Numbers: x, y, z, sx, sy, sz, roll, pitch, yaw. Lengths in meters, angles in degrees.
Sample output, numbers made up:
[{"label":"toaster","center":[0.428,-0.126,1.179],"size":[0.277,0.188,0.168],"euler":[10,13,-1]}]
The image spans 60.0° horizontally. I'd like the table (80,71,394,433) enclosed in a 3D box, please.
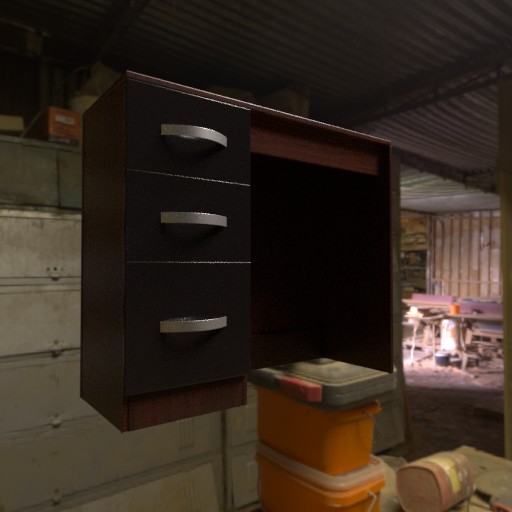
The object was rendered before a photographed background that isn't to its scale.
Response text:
[{"label":"table","center":[0.000,0.000,1.356],"size":[0.930,0.790,0.380],"euler":[1,-2,-36]}]
